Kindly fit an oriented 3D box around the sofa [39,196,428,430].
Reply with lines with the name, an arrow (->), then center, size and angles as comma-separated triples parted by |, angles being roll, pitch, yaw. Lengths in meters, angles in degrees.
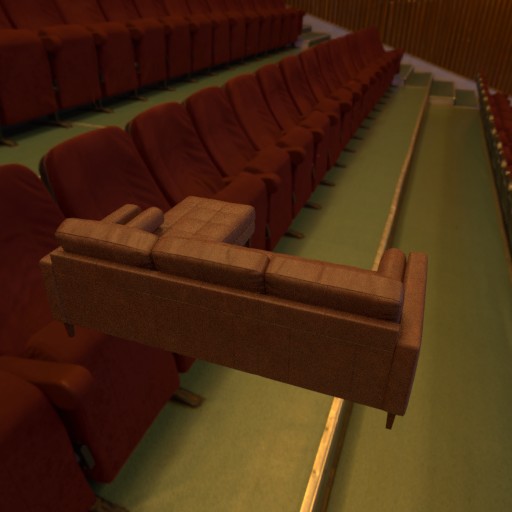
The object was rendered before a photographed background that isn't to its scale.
sofa -> 0.000, 0.000, 3.017 | 2.185, 0.841, 1.613 | 11, 32, 18
